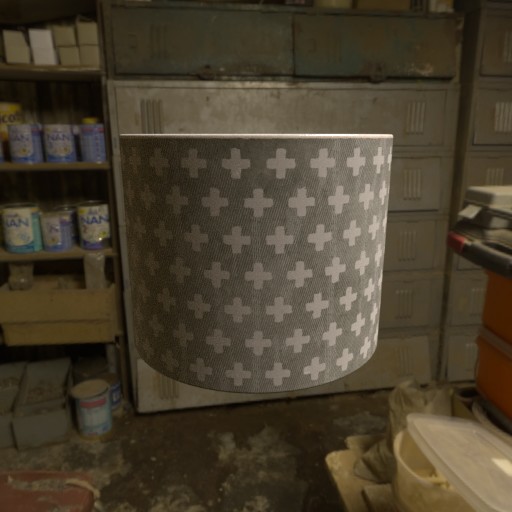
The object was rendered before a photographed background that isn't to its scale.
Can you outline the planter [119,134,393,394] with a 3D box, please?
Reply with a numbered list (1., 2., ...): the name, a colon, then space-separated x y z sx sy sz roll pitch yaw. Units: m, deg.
1. planter: 0.000 0.000 0.343 0.190 0.181 0.190 0 15 0
